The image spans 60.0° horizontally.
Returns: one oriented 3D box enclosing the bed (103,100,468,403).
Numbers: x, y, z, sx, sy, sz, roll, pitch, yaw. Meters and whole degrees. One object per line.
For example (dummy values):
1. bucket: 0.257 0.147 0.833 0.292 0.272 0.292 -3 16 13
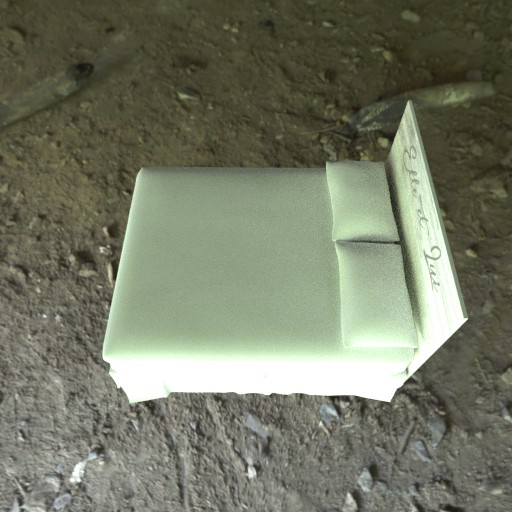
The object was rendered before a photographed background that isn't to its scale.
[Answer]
1. bed: 0.000 0.000 3.143 2.094 1.335 1.745 1 58 0
